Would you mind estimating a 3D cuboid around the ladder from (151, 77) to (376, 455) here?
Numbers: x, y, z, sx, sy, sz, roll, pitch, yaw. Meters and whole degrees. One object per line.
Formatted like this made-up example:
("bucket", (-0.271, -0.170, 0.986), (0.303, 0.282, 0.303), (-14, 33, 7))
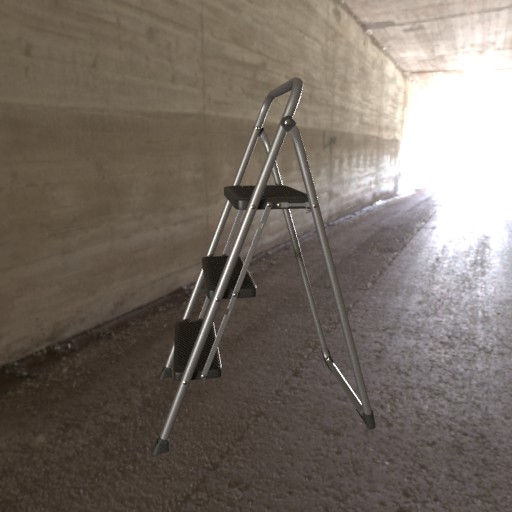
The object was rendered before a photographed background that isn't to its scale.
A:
("ladder", (0.000, 0.000, 1.297), (0.629, 0.945, 0.430), (-2, 14, -9))
